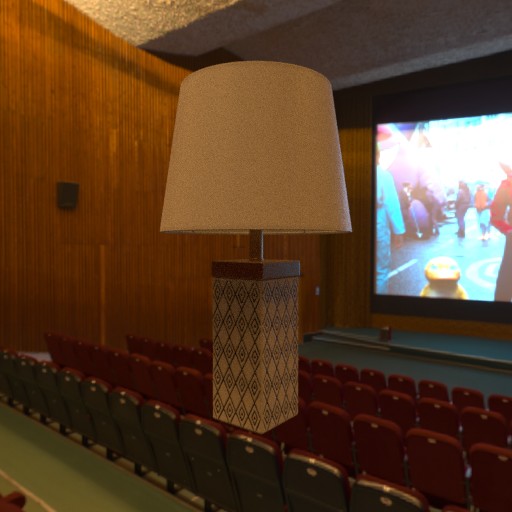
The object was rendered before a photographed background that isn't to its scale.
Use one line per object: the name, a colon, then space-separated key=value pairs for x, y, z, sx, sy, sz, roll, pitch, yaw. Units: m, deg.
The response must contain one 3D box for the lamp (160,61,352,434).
lamp: x=0.000 y=0.000 z=0.593 sx=0.251 sy=0.435 sz=0.251 roll=0 pitch=1 yaw=0
